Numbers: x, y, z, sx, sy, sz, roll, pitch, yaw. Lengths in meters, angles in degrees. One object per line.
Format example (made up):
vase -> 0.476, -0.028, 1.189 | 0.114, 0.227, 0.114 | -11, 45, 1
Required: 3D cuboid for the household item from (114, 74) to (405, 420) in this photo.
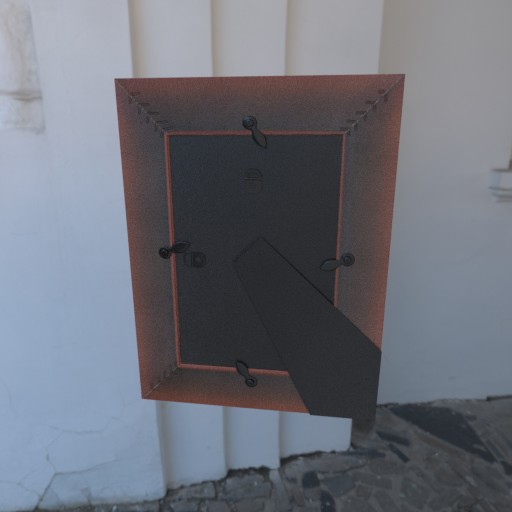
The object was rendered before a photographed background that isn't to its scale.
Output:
household item -> 0.000, 0.000, 0.289 | 0.165, 0.216, 0.025 | 2, 16, 8
